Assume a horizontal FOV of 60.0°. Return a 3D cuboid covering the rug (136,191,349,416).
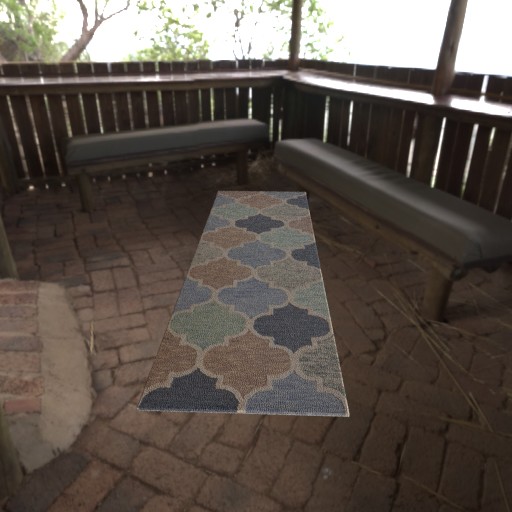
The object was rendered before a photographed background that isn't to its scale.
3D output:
[{"bbox_3d":[0.000,0.000,2.447,0.687,0.011,2.287,1,26,2],"label":"rug"}]
